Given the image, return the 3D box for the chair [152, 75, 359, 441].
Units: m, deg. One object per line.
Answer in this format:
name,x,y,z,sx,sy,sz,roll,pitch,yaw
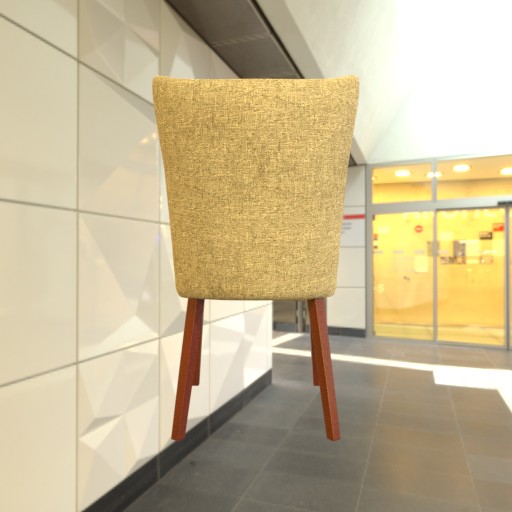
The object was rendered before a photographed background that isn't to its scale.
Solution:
chair,0.000,0.000,1.312,0.535,0.924,0.623,0,-1,0
